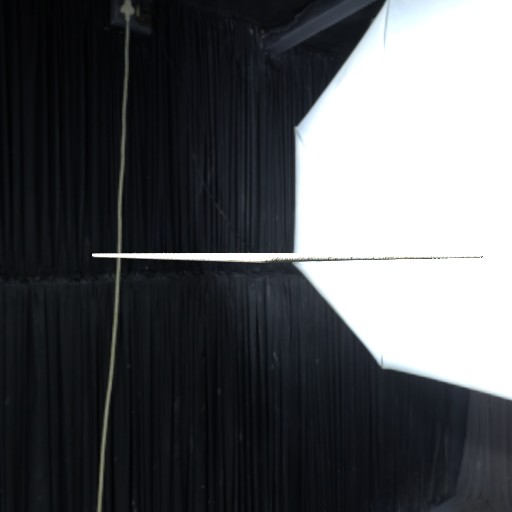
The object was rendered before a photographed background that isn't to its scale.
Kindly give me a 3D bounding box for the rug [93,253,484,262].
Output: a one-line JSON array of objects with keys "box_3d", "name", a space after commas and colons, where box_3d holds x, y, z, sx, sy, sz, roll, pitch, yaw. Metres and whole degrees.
[{"box_3d": [0.000, 0.000, 3.477, 1.798, 0.025, 2.698, 0, 1, -35], "name": "rug"}]
